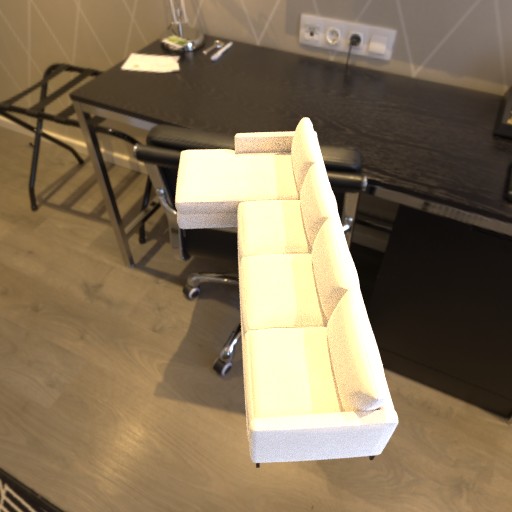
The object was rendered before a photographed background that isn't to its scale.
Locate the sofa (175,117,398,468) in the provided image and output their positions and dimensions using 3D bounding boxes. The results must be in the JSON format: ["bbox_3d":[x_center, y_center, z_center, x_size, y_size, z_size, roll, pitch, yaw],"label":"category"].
[{"bbox_3d":[0.000,0.000,3.729,1.467,0.875,3.186,-3,47,-2],"label":"sofa"}]
